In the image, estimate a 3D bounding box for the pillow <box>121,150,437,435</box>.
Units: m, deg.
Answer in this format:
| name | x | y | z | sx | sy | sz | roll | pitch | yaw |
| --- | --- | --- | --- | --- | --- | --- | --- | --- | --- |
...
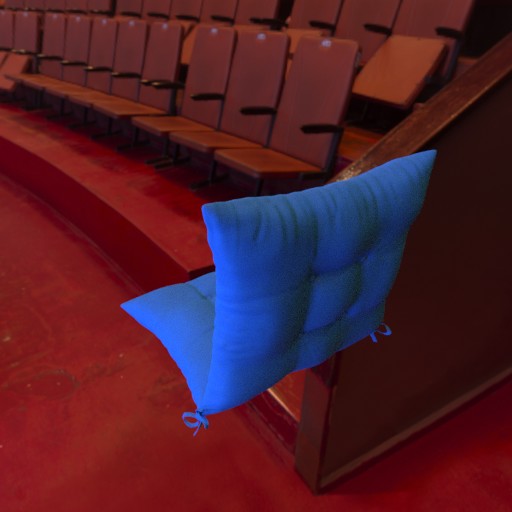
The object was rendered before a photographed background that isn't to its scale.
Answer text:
| name | x | y | z | sx | sy | sz | roll | pitch | yaw |
| --- | --- | --- | --- | --- | --- | --- | --- | --- | --- |
| pillow | 0.000 | 0.000 | 1.022 | 0.541 | 0.536 | 0.585 | -18 | 34 | -29 |
